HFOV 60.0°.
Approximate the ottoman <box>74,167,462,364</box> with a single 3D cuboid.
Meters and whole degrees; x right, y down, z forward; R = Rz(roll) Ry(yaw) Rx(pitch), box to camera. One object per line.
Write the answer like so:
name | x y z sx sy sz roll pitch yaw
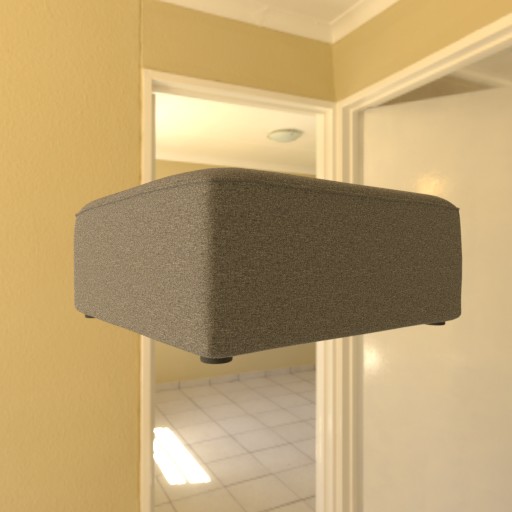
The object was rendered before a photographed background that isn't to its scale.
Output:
ottoman | 0.000 0.000 1.594 1.005 0.464 1.015 0 0 -37
